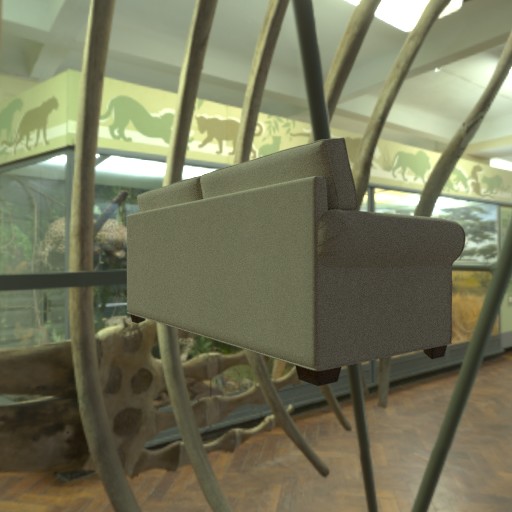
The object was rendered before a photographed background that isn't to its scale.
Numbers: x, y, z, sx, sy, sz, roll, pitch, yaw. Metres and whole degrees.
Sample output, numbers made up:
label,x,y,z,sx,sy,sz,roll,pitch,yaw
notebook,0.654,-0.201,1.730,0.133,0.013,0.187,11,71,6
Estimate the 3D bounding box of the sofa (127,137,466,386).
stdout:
label,x,y,z,sx,sy,sz,roll,pitch,yaw
sofa,0.000,0.000,2.676,0.901,0.962,2.146,0,0,-36
